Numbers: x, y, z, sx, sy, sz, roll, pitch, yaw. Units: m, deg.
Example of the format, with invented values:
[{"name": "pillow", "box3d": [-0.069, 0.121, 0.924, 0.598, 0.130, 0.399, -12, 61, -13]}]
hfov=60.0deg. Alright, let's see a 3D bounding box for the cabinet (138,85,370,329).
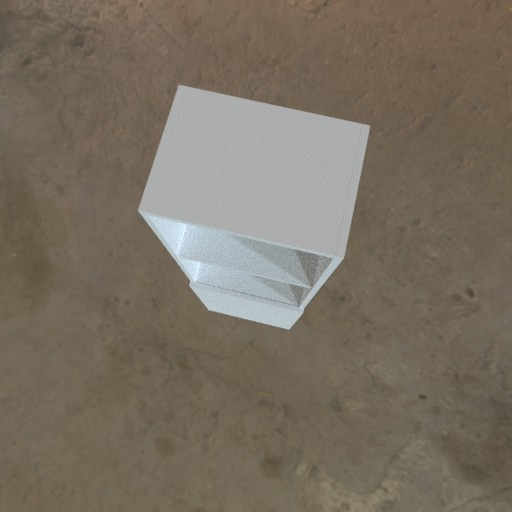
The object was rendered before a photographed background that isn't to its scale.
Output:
[{"name": "cabinet", "box3d": [0.000, 0.000, 1.520, 0.400, 1.350, 0.300, 13, 76, 3]}]
